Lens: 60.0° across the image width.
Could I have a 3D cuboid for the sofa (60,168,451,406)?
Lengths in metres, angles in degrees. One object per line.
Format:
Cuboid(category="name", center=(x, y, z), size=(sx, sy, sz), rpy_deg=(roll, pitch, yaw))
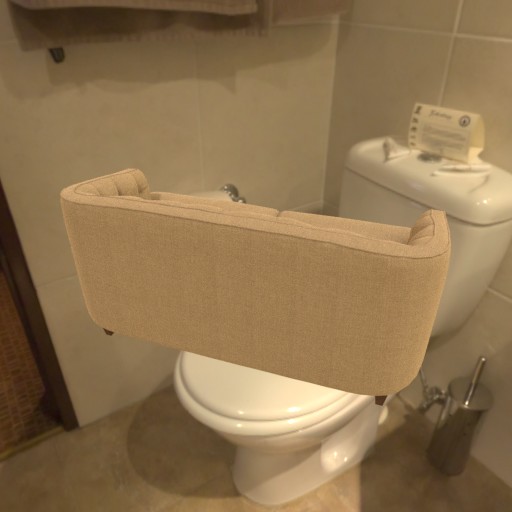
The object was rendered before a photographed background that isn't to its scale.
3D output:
Cuboid(category="sofa", center=(0.000, 0.000, 2.251), size=(1.733, 0.855, 0.941), rpy_deg=(10, 34, 16))
